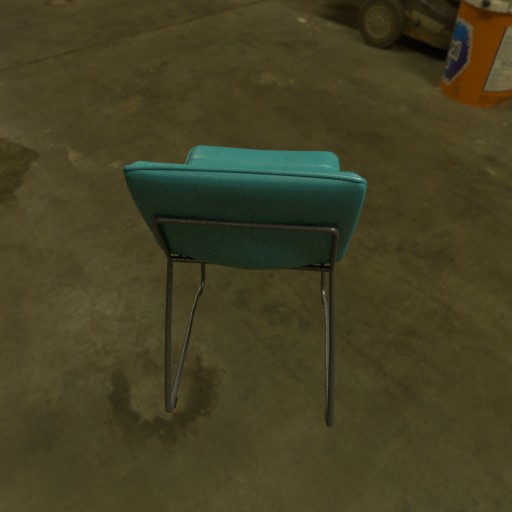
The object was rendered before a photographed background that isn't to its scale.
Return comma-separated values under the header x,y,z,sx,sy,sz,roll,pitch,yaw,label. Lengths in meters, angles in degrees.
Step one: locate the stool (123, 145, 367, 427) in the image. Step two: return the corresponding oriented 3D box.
x,y,z,sx,sy,sz,roll,pitch,yaw,label
0.000,0.000,1.154,0.489,0.866,0.524,4,46,4,stool
